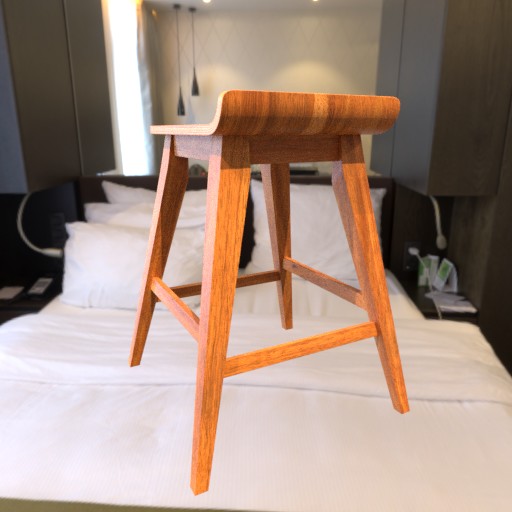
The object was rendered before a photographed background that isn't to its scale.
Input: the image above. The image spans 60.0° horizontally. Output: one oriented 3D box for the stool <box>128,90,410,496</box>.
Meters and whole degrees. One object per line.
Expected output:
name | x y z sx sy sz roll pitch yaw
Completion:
stool | 0.000 0.000 0.984 0.500 0.650 0.500 -8 18 -27
